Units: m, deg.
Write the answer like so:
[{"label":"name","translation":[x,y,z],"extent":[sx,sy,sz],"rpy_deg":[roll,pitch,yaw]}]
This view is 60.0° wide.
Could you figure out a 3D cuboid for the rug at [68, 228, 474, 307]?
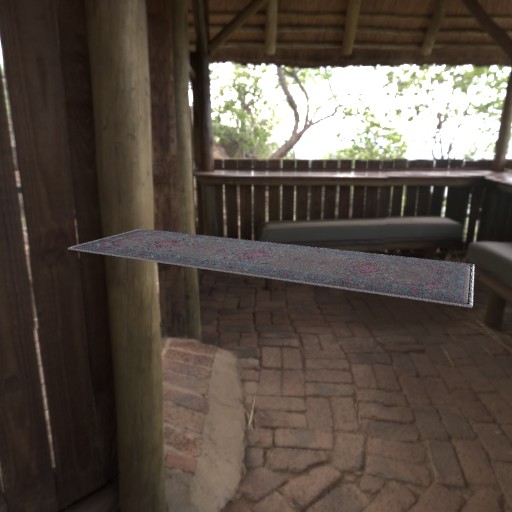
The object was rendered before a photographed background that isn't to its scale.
[{"label":"rug","translation":[0.000,0.000,2.059],"extent":[1.827,0.012,0.553],"rpy_deg":[7,16,25]}]
